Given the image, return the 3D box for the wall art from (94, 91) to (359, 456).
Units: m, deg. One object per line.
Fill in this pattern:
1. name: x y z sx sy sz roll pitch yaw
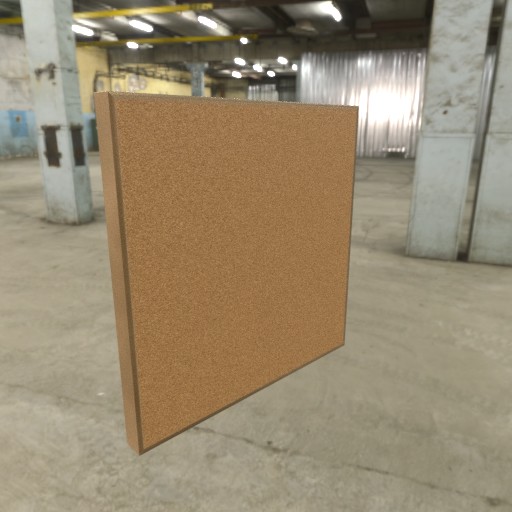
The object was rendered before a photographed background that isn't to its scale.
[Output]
1. wall art: 0.000 0.000 0.771 0.513 0.511 0.038 -15 22 -41
